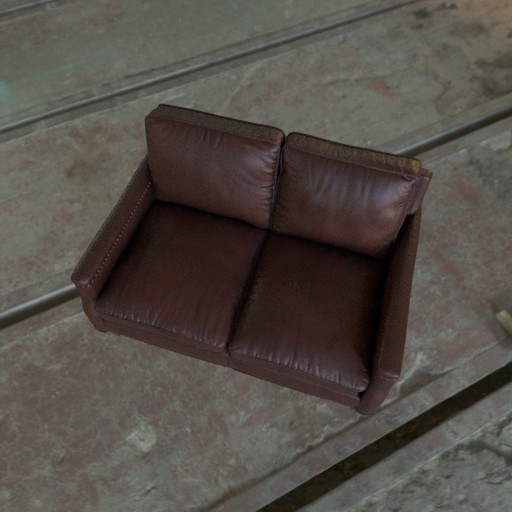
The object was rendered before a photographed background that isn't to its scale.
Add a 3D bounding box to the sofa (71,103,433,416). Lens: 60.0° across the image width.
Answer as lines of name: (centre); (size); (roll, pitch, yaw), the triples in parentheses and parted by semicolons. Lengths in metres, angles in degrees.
sofa: (0.000, 0.000, 2.340); (1.628, 1.003, 1.083); (15, 61, 9)
